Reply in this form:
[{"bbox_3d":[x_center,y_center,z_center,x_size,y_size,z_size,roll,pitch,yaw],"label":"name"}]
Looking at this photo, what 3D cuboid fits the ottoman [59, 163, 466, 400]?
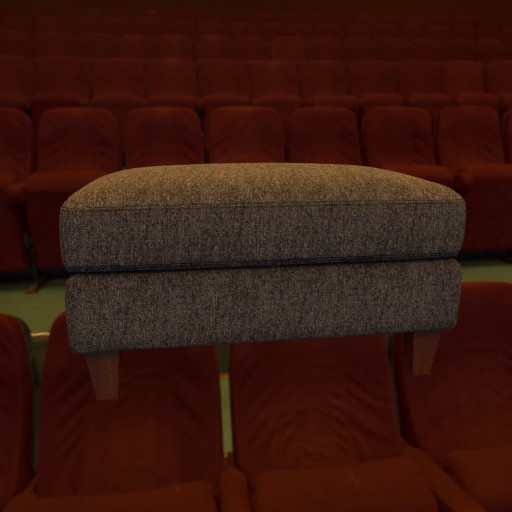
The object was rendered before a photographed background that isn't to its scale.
[{"bbox_3d":[0.000,0.000,1.192,0.864,0.483,0.584,-2,15,-8],"label":"ottoman"}]
